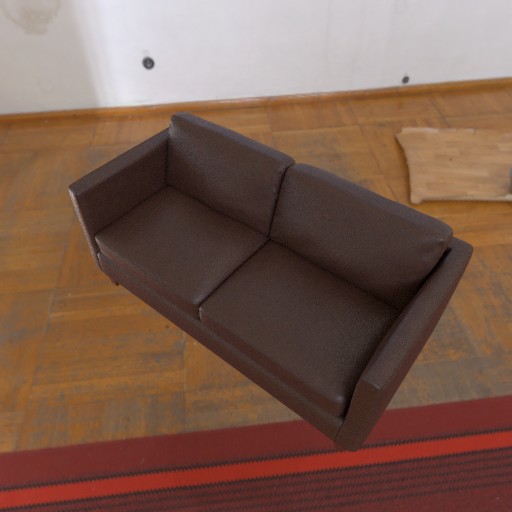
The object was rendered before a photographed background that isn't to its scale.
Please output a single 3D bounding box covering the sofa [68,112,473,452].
[{"bbox_3d":[0.000,0.000,2.406,1.883,0.933,0.951,30,54,25],"label":"sofa"}]
